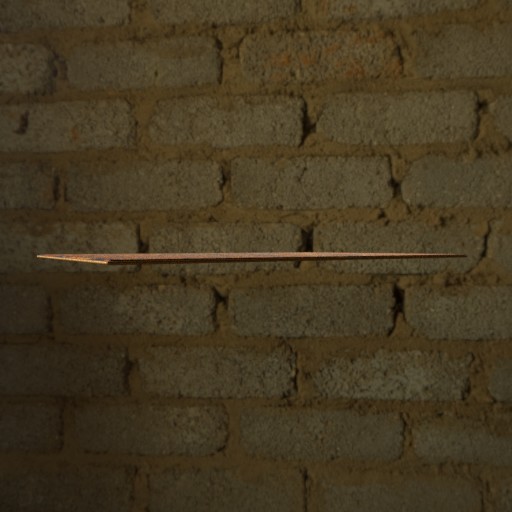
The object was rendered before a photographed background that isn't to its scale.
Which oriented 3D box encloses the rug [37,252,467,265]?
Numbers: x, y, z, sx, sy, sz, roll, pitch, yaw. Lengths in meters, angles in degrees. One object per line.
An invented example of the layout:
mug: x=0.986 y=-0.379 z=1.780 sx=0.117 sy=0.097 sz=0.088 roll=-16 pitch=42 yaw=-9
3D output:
rug: x=0.000 y=0.000 z=1.056 sx=0.863 sy=0.008 sz=0.557 roll=-1 pitch=1 yaw=-35
